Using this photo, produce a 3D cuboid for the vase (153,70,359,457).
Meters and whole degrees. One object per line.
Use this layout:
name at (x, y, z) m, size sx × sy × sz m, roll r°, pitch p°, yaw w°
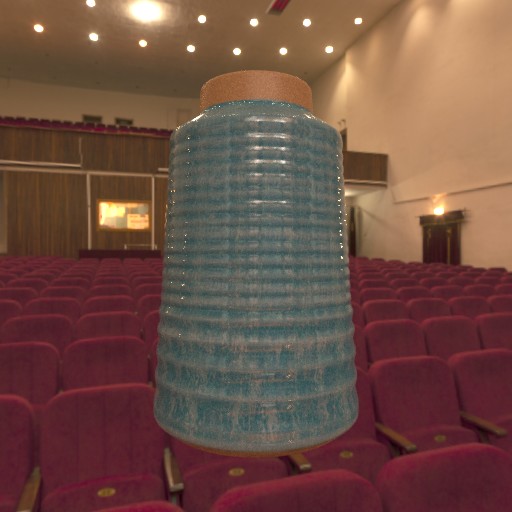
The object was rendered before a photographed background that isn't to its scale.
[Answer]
vase at (0.000, 0.000, 0.362) m, size 0.163 × 0.267 × 0.163 m, roll 0°, pitch 0°, yaw 0°
